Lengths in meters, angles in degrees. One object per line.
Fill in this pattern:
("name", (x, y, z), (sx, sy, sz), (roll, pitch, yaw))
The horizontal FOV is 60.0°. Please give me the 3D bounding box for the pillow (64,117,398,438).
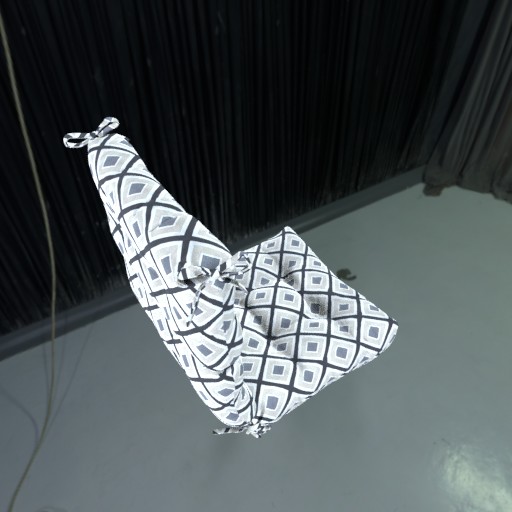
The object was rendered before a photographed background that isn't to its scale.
("pillow", (0.000, 0.000, 1.002), (0.571, 0.605, 0.519), (-25, 48, -24))
